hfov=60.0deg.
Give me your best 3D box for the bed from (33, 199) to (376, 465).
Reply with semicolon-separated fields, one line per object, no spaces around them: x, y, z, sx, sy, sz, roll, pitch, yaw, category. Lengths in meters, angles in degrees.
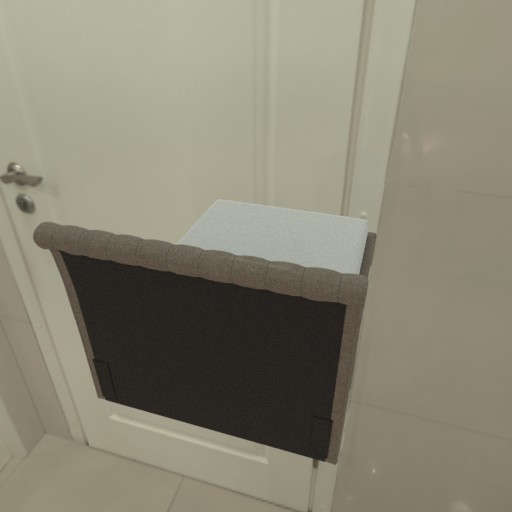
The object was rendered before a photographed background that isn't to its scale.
0.000;0.000;3.254;1.645;1.371;2.252;10;34;15;bed
